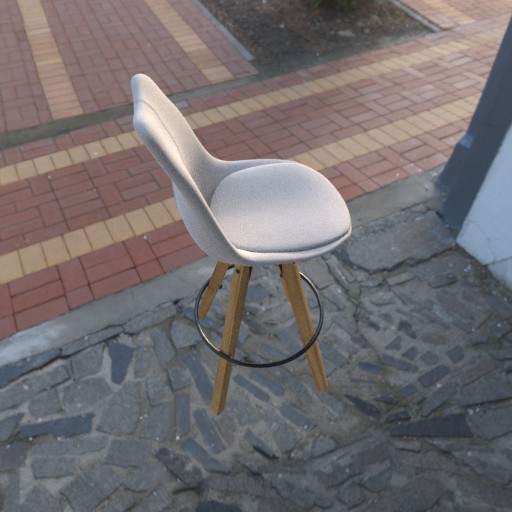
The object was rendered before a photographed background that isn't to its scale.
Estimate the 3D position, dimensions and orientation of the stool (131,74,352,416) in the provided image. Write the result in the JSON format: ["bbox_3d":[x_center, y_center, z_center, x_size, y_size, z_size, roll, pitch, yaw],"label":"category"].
[{"bbox_3d":[0.000,0.000,1.399,0.550,1.115,0.484,-9,47,-8],"label":"stool"}]
